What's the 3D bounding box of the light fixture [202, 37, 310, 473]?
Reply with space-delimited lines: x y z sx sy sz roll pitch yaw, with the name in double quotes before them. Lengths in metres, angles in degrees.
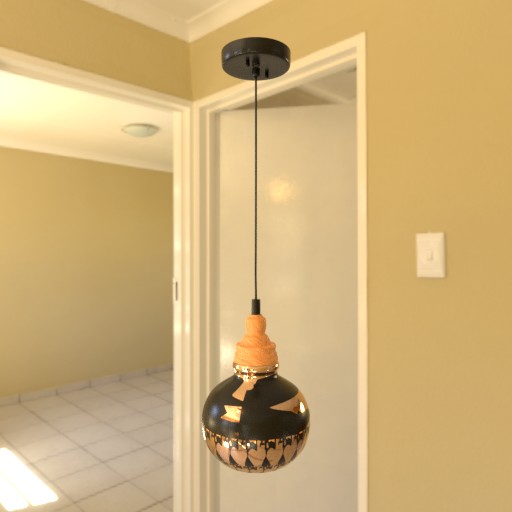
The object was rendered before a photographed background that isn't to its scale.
"light fixture" 0.000 0.000 1.766 0.430 1.606 0.430 0 0 35
